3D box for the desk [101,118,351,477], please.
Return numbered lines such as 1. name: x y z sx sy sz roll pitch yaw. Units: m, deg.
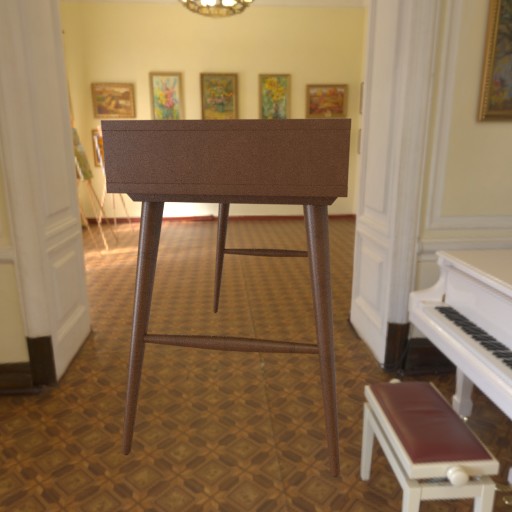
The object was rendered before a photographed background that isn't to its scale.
1. desk: 0.000 0.000 1.362 0.510 0.758 0.949 2 15 8
